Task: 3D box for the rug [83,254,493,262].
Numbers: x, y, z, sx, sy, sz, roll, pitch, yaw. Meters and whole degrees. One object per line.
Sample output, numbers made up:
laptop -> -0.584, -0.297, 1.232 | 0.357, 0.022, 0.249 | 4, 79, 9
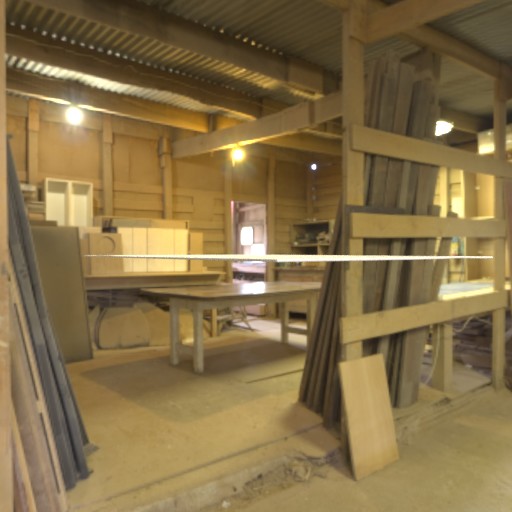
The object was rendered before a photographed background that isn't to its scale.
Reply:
rug -> 0.000, 0.000, 2.301 | 1.232, 0.015, 1.825 | 0, 1, -37
